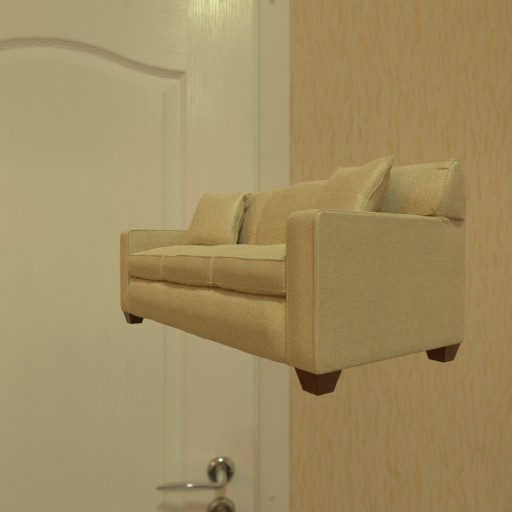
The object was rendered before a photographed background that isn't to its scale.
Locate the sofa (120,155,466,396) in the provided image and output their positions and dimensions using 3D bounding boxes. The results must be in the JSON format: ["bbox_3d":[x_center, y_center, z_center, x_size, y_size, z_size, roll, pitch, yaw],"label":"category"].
[{"bbox_3d":[0.000,0.000,2.580,0.997,0.958,2.024,-1,1,-36],"label":"sofa"}]
